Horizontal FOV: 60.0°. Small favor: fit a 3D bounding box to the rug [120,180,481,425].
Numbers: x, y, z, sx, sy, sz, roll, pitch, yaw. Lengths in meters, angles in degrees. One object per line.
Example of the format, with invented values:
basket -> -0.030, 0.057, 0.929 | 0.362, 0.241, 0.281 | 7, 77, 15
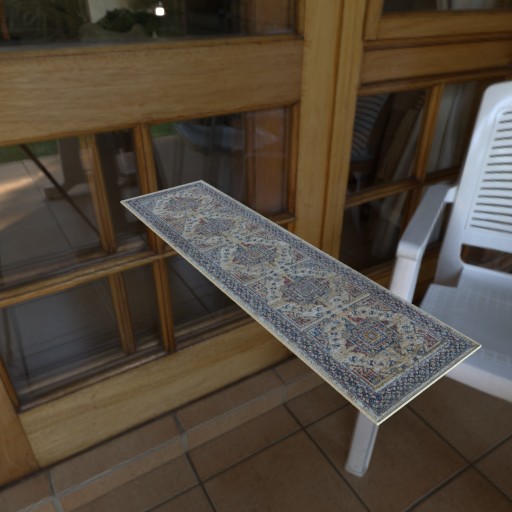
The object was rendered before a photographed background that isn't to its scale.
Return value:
rug -> 0.000, 0.000, 2.483 | 0.661, 0.013, 2.297 | -21, 37, -31
